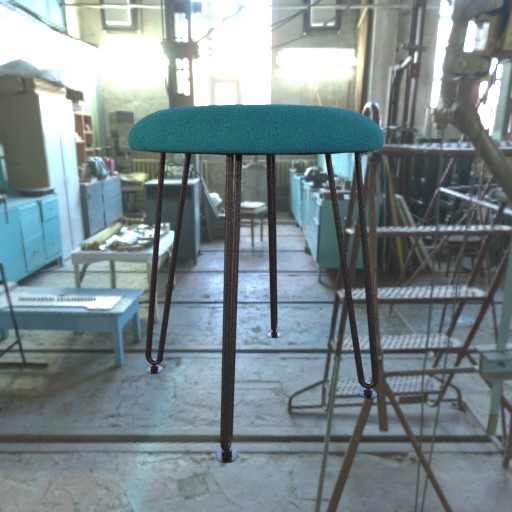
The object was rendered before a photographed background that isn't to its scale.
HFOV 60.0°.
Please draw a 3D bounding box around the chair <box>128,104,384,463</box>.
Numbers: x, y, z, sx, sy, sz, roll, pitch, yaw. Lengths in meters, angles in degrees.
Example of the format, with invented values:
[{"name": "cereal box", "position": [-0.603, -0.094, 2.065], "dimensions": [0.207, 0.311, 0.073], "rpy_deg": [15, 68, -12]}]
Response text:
[{"name": "chair", "position": [0.000, 0.000, 0.674], "dimensions": [0.350, 0.430, 0.350], "rpy_deg": [-15, 21, -43]}]
